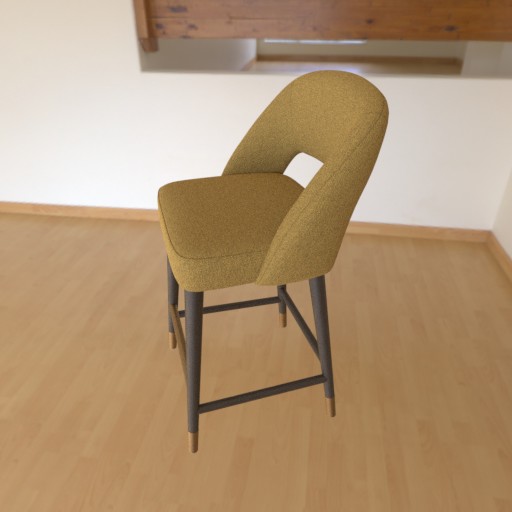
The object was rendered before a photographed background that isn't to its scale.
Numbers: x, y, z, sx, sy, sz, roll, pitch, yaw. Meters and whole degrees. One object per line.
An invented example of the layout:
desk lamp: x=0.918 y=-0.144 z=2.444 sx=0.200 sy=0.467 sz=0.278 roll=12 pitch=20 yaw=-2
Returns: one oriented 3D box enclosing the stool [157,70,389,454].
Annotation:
stool: x=0.000 y=0.000 z=1.243 sx=0.522 sy=0.939 sz=0.536 roll=-9 pitch=32 yaw=-14
